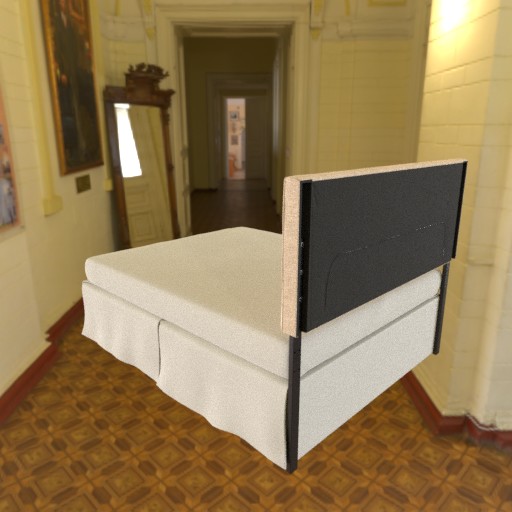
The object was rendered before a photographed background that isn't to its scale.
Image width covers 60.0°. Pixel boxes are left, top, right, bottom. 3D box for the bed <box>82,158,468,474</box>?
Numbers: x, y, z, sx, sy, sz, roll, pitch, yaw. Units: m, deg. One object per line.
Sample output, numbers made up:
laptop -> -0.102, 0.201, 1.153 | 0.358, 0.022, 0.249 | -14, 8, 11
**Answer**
bed -> 0.000, 0.000, 2.918 | 1.978, 1.270, 1.643 | 15, 21, 42
